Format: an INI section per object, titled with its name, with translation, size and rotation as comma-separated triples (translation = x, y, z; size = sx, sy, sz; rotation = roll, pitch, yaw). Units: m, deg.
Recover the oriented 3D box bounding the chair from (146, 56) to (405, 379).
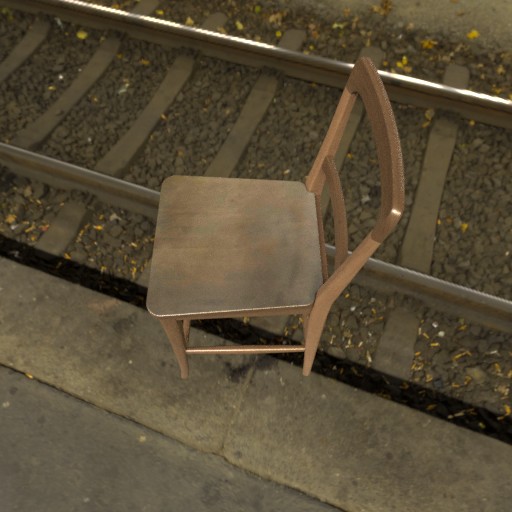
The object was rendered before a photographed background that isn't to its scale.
[chair]
translation = 0.000, 0.000, 1.271
size = 0.546, 0.991, 0.450
rotation = 0, 59, 0
